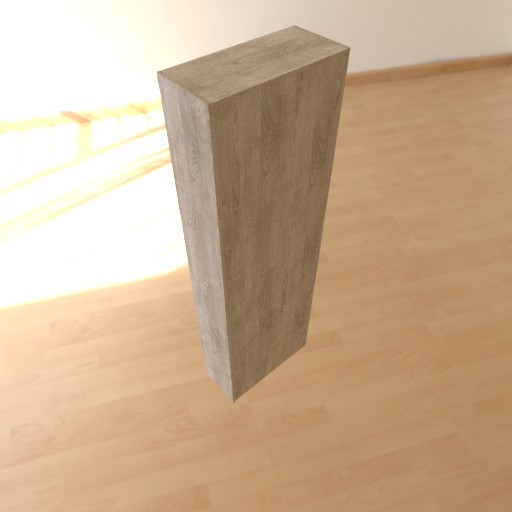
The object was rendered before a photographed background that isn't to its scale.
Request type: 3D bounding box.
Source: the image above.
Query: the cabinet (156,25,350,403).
[{"bbox_3d":[0.000,0.000,1.846,0.520,1.630,0.250,-32,55,-27],"label":"cabinet"}]
